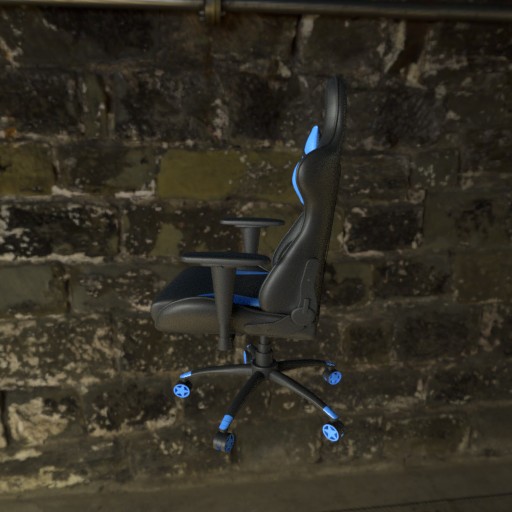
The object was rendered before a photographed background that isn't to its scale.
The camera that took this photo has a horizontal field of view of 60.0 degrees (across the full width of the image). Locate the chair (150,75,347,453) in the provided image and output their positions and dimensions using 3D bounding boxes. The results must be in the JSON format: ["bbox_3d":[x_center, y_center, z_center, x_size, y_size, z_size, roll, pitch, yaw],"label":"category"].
[{"bbox_3d":[0.000,0.000,1.711,0.730,1.282,0.695,2,16,8],"label":"chair"}]
